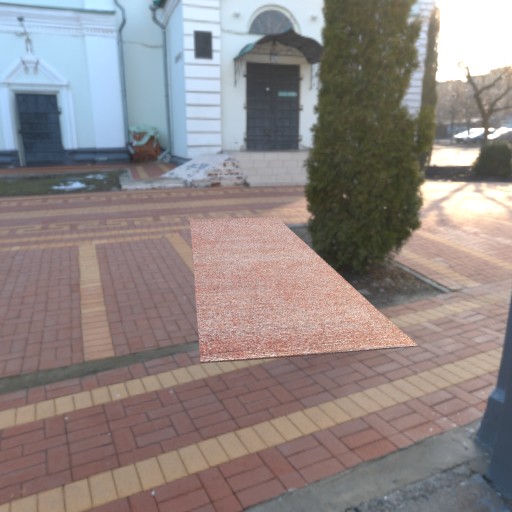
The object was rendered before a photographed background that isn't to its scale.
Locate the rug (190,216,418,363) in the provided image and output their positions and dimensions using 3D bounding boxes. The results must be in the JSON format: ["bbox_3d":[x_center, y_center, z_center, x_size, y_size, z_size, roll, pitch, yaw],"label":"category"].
[{"bbox_3d":[0.000,0.000,2.525,0.718,0.013,2.353,-2,16,-9],"label":"rug"}]
